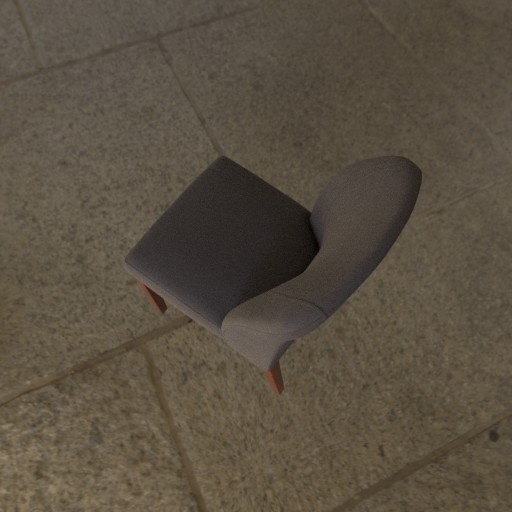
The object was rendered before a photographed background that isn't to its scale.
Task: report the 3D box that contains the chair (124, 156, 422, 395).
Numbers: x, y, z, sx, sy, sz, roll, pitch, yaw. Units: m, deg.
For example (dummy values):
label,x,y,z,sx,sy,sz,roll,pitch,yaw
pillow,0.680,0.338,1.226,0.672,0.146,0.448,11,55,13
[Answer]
label,x,y,z,sx,sy,sz,roll,pitch,yaw
chair,0.000,0.000,1.263,0.619,0.879,0.506,32,68,15
